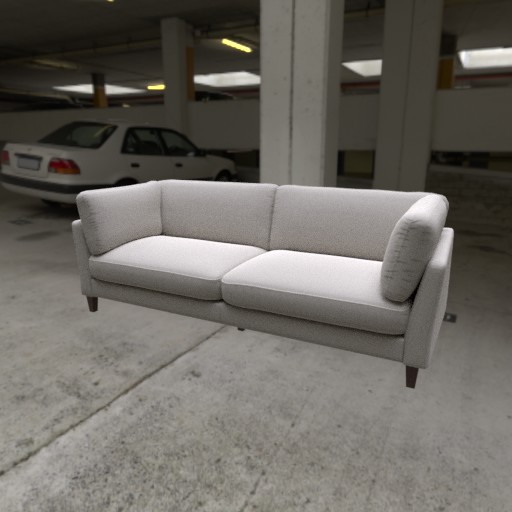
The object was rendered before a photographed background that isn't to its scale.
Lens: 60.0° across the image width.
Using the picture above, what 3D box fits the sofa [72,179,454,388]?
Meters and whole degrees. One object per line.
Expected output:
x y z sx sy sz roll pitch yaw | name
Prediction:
0.000 0.000 2.847 2.301 0.863 0.957 7 16 27 | sofa
